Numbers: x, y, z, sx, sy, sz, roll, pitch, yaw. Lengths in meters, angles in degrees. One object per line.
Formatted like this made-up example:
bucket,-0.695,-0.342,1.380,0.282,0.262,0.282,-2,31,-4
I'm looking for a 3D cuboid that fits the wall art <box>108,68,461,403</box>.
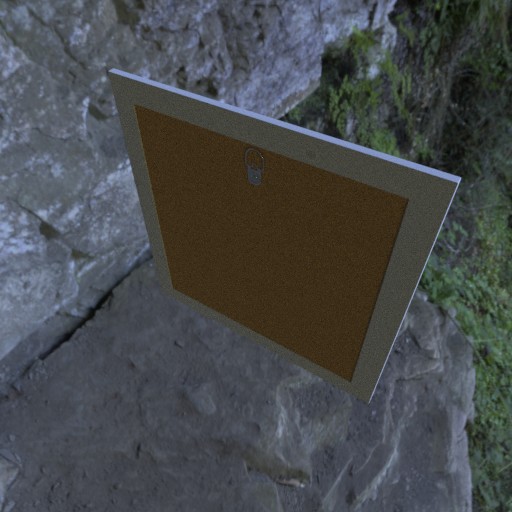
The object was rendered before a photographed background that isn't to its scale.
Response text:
wall art,0.000,0.000,0.839,0.572,0.577,0.015,24,51,22
